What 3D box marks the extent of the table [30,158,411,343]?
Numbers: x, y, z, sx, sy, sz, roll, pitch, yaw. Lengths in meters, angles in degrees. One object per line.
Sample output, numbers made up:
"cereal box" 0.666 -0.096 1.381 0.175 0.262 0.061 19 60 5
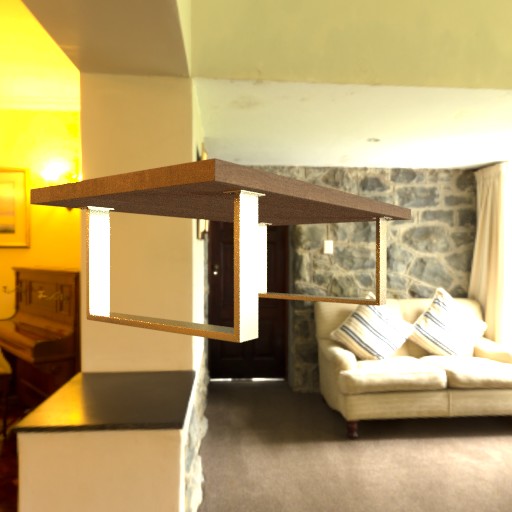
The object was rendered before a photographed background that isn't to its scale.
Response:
"table" 0.000 0.000 1.773 0.800 0.440 1.400 0 0 36
